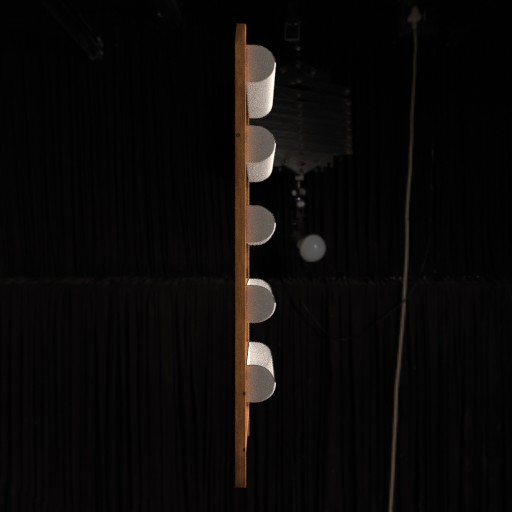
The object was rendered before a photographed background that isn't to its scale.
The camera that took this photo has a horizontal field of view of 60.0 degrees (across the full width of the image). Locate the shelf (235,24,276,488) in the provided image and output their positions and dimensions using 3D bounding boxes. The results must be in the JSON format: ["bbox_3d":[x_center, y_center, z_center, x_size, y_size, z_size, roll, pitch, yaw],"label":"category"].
[{"bbox_3d":[0.000,0.000,1.755,0.141,1.600,0.454,0,0,1],"label":"shelf"}]
